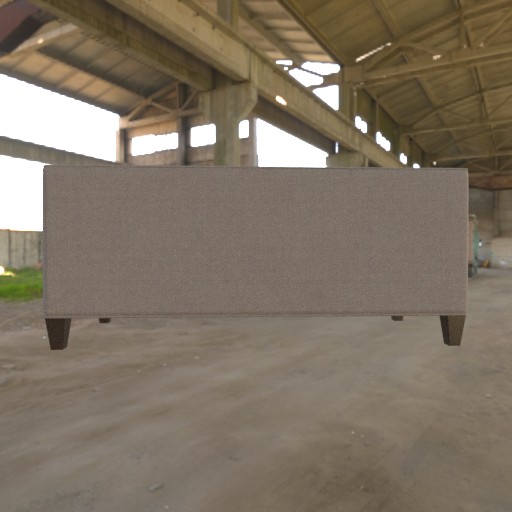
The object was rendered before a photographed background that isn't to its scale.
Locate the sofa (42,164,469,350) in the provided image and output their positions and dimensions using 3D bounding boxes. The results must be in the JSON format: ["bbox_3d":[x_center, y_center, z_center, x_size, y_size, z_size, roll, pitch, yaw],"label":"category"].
[{"bbox_3d":[0.000,0.000,2.220,1.778,0.762,0.775,0,1,-3],"label":"sofa"}]
